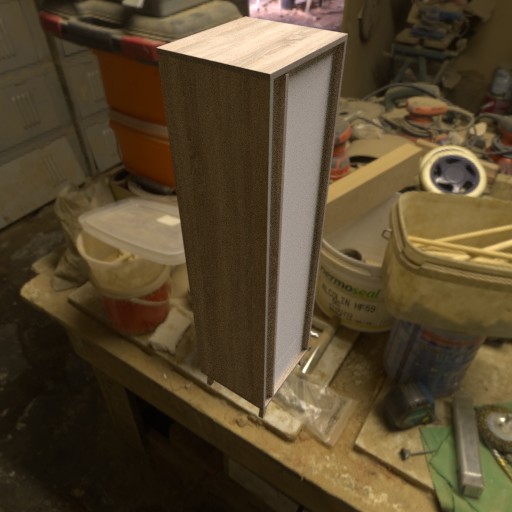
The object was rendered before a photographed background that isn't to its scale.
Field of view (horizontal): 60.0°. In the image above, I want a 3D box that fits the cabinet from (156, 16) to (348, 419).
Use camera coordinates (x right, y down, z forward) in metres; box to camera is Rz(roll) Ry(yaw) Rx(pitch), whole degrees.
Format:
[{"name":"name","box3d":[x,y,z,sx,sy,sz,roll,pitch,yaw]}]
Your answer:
[{"name":"cabinet","box3d":[0.000,0.000,2.166,0.450,1.960,0.510,24,46,25]}]
